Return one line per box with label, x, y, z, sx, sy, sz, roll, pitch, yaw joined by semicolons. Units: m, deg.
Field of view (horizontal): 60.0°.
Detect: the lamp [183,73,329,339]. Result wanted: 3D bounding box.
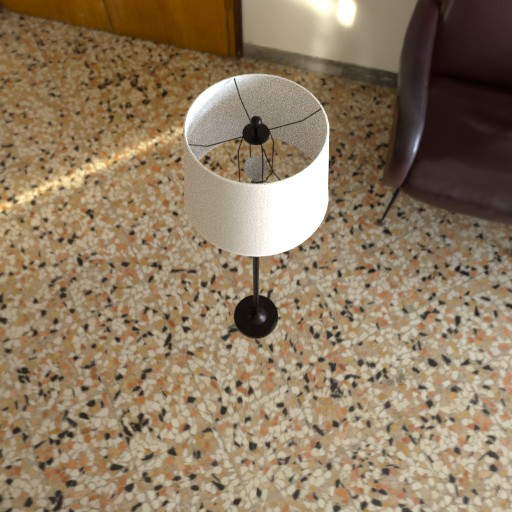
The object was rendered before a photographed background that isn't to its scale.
lamp;0.000;0.000;1.715;0.431;1.484;0.431;0;64;0
